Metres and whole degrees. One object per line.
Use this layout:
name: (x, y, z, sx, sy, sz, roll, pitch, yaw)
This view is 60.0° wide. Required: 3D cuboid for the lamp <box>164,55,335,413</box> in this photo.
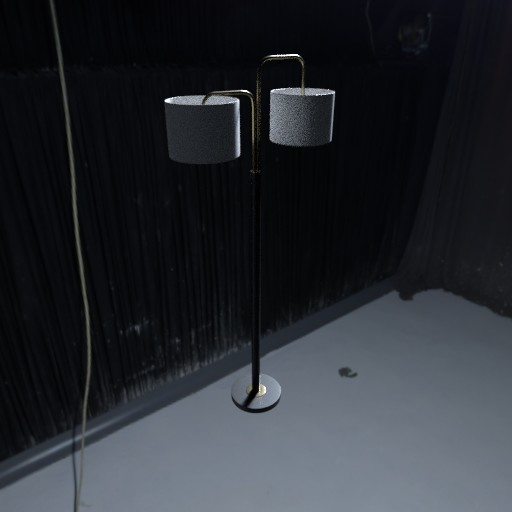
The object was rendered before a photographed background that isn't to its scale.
lamp: (0.000, 0.000, 1.927, 0.711, 1.587, 0.254, -18, 31, -32)
